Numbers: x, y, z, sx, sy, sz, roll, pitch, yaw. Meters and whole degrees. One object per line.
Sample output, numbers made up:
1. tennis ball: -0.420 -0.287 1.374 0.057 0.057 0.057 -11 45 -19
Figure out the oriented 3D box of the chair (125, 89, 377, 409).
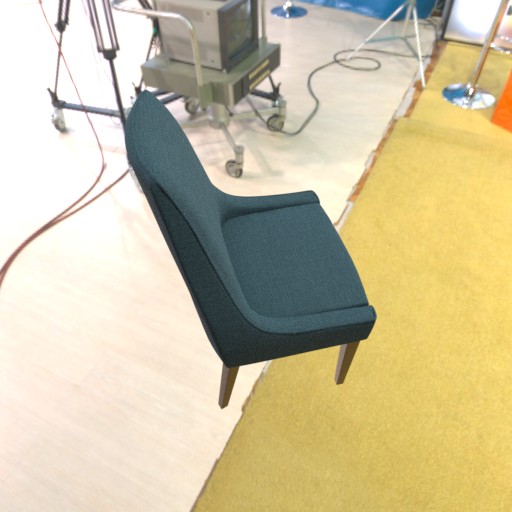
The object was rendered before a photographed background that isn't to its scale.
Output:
1. chair: 0.000 0.000 1.235 0.544 0.861 0.529 -9 48 -9
